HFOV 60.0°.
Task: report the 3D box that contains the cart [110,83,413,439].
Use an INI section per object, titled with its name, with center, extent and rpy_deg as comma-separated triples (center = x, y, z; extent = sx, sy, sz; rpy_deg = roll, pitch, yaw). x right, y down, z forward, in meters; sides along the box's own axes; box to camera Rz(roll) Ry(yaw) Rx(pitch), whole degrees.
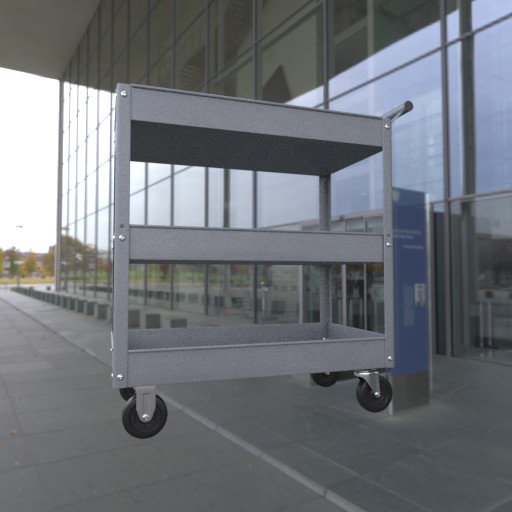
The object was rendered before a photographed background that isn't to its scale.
[cart]
center = 0.000, 0.000, 1.166
extent = 0.719, 0.780, 0.366
rpy_deg = 1, -3, -18
